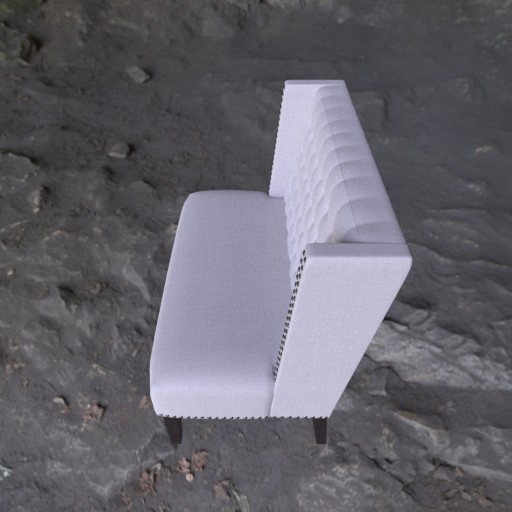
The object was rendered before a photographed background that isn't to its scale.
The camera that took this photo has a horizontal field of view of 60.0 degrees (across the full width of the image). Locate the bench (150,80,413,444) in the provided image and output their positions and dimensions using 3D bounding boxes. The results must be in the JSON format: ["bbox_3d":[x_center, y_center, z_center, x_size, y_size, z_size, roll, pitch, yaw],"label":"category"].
[{"bbox_3d":[0.000,0.000,2.012,0.847,1.123,1.280,0,42,0],"label":"bench"}]
